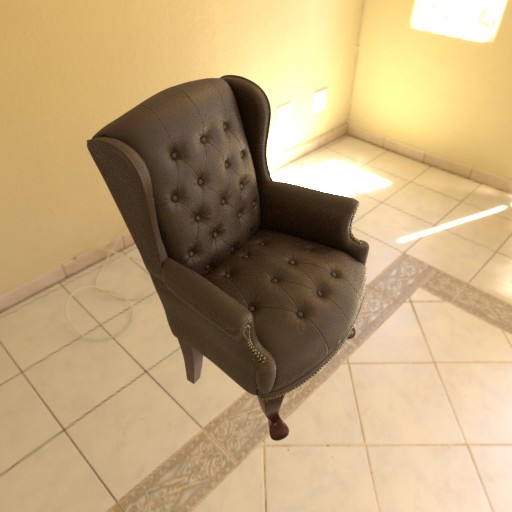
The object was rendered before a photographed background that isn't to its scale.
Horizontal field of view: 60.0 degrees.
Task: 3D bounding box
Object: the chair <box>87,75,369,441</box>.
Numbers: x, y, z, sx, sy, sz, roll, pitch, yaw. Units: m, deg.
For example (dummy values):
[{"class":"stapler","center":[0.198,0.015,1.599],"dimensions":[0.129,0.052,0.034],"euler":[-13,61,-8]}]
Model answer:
[{"class":"chair","center":[0.000,0.000,1.684],"dimensions":[0.819,1.132,0.829],"euler":[24,46,26]}]
